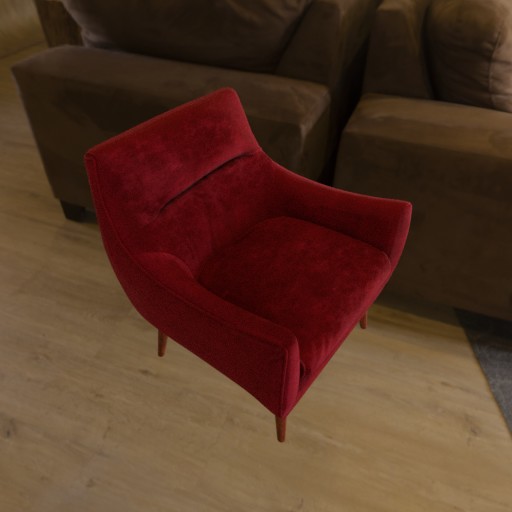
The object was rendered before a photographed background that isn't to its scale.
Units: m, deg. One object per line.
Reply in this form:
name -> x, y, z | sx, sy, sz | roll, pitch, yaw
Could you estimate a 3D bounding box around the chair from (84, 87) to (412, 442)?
chair -> 0.000, 0.000, 1.504 | 0.787, 0.838, 0.762 | 26, 47, 27
